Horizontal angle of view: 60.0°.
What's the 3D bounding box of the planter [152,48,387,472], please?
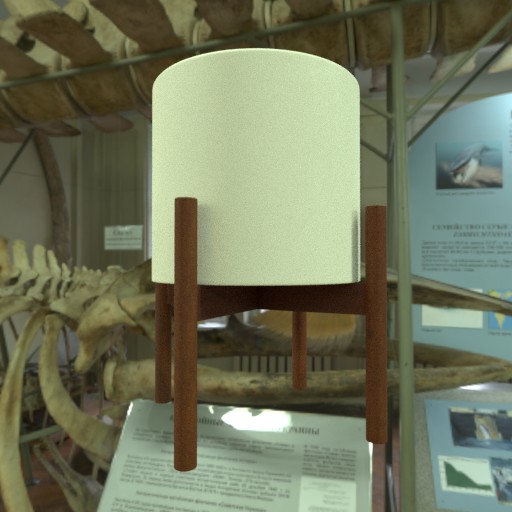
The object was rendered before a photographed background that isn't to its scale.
[{"bbox_3d":[0.000,0.000,0.490,0.224,0.358,0.224,0,-1,-18],"label":"planter"}]
